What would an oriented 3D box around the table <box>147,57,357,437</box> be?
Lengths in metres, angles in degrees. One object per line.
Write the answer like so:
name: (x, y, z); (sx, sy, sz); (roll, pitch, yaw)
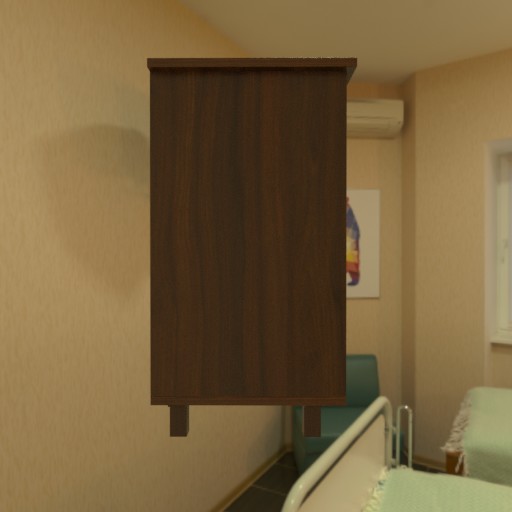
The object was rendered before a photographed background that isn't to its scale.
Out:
table: (0.000, 0.000, 1.206); (0.390, 0.725, 0.802); (0, 1, 0)
